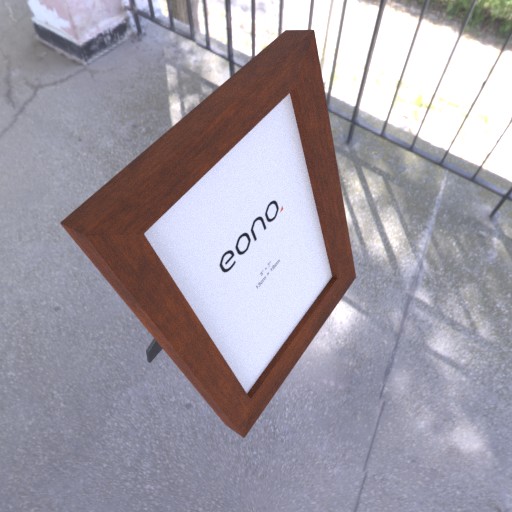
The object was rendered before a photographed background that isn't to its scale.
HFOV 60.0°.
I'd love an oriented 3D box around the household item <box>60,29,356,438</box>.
[{"bbox_3d":[0.000,0.000,0.279,0.096,0.204,0.160,32,64,18],"label":"household item"}]
